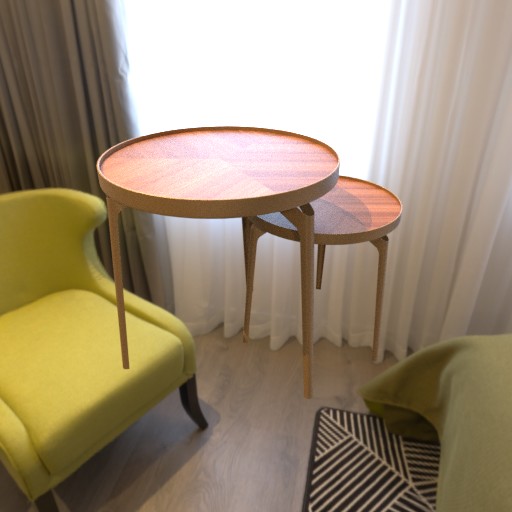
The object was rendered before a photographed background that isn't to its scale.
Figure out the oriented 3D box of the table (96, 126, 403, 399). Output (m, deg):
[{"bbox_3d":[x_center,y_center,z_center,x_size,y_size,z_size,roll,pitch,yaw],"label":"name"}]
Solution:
[{"bbox_3d":[0.000,0.000,1.153,0.751,0.555,0.532,-9,31,-16],"label":"table"}]
